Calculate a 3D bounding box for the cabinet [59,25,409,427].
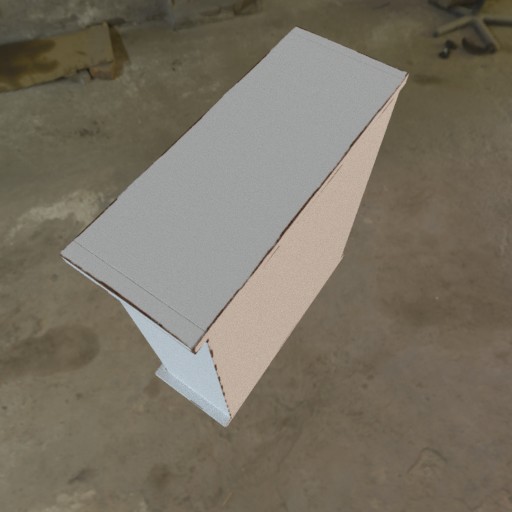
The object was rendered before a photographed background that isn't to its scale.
[{"bbox_3d":[0.000,0.000,0.882,0.210,0.603,0.541,31,66,16],"label":"cabinet"}]
